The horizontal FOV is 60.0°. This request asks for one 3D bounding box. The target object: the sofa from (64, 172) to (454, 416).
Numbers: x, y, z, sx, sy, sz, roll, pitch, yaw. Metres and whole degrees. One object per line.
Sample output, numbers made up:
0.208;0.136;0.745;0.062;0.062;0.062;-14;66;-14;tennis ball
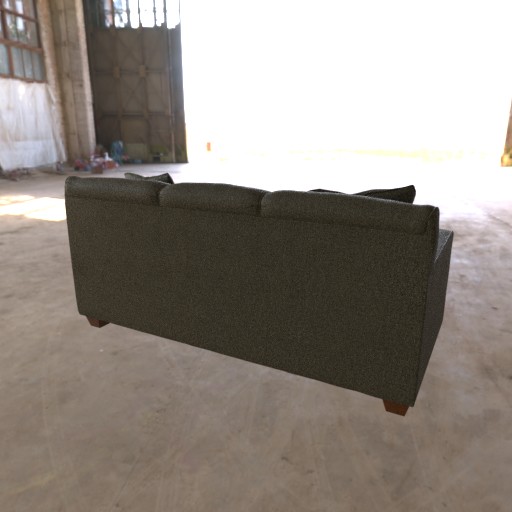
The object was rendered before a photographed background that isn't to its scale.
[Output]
0.000;0.000;2.579;2.024;0.958;0.997;9;18;27;sofa
